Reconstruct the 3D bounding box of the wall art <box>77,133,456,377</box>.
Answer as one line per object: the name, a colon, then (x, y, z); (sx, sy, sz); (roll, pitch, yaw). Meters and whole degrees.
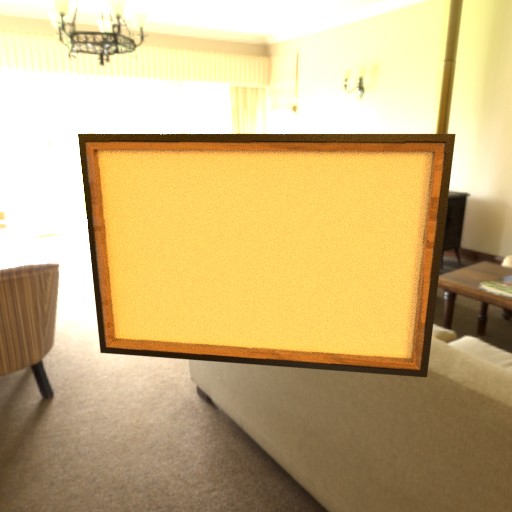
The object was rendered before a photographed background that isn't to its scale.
wall art: (0.000, 0.000, 0.837); (0.659, 0.446, 0.022); (2, 16, 8)
